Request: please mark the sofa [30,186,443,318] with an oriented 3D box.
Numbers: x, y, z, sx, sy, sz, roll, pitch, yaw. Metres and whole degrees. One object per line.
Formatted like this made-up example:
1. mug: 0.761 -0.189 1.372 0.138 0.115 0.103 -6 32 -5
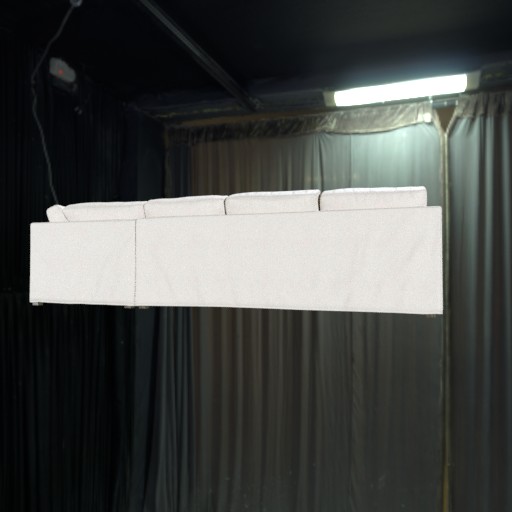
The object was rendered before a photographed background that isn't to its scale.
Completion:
1. sofa: 0.000 0.000 4.322 3.182 0.871 2.432 -1 -2 18
